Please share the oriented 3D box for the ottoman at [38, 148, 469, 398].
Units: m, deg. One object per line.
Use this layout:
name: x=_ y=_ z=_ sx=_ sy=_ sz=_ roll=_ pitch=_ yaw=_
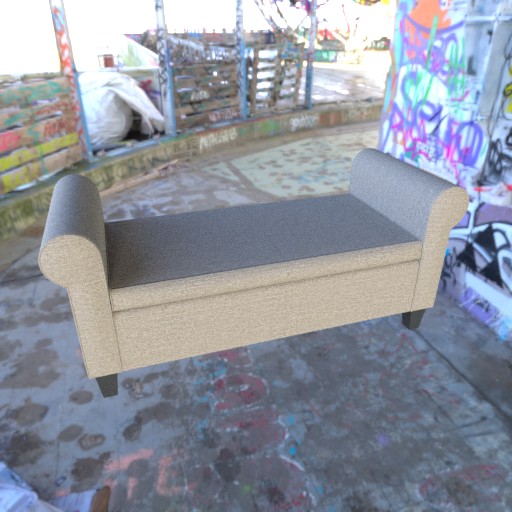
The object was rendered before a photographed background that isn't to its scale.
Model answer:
ottoman: x=0.000 y=0.000 z=1.537 sx=1.256 sy=0.547 sz=0.521 roll=-9 pitch=29 yaw=-16
